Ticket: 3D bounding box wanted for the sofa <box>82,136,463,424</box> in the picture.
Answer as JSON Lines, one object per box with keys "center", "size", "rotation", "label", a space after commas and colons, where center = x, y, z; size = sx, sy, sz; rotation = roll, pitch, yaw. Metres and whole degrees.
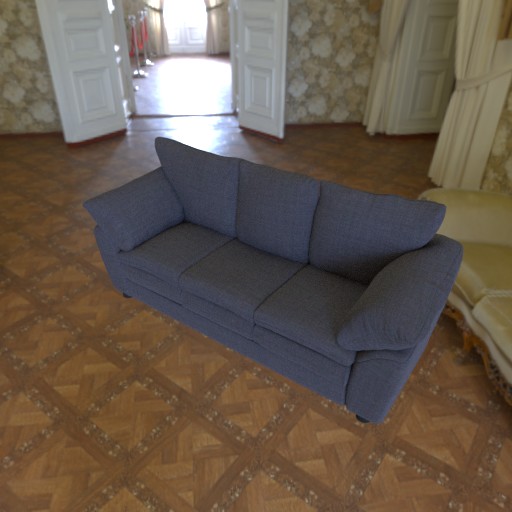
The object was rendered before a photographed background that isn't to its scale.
{"center": [0.000, 0.000, 2.852], "size": [2.336, 1.080, 0.883], "rotation": [20, 37, 30], "label": "sofa"}
